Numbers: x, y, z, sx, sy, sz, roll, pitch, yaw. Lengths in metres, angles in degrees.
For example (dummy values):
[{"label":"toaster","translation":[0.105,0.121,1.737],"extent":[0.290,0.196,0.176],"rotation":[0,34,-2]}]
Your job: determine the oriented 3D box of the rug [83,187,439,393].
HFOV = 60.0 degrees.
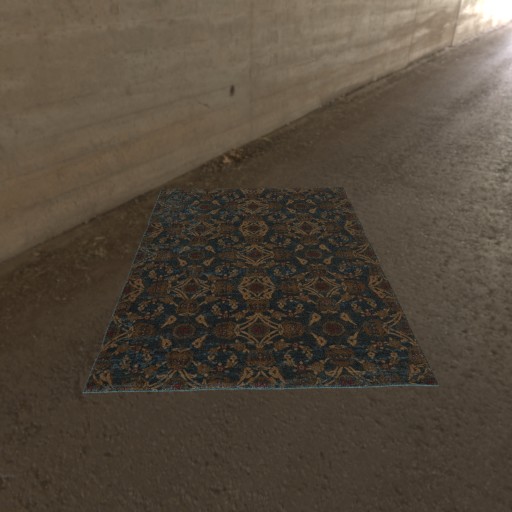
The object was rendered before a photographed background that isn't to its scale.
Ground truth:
[{"label":"rug","translation":[0.000,0.000,4.297],"extent":[2.337,0.013,3.291],"rotation":[-1,32,-1]}]
